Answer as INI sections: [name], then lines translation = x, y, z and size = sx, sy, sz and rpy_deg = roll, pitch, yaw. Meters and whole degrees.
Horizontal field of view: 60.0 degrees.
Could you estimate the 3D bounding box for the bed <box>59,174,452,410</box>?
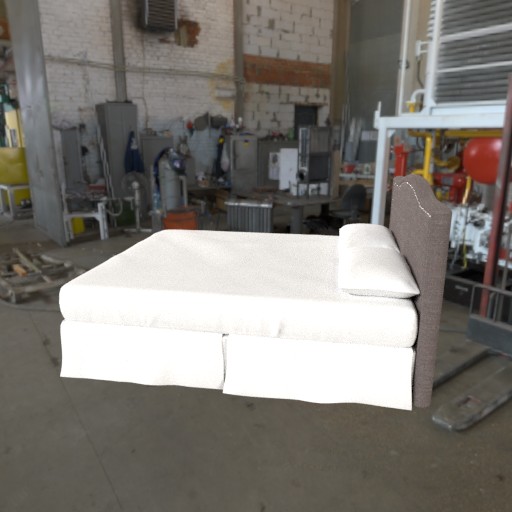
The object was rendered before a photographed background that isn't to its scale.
[bed]
translation = 0.000, 0.000, 3.925
size = 2.689, 1.457, 2.161
rpy_deg = 3, 16, 10
